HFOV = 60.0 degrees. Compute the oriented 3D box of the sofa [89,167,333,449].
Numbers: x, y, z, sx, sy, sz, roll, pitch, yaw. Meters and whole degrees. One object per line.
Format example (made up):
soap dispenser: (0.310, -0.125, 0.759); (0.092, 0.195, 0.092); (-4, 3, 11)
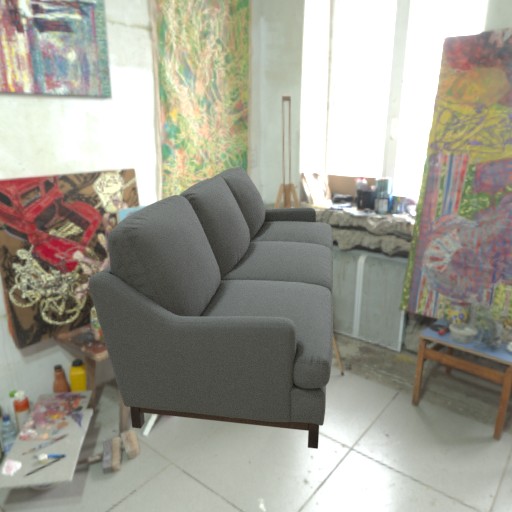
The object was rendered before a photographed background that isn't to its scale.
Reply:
sofa: (0.000, 0.000, 2.841); (0.987, 0.926, 2.344); (3, 18, 9)
